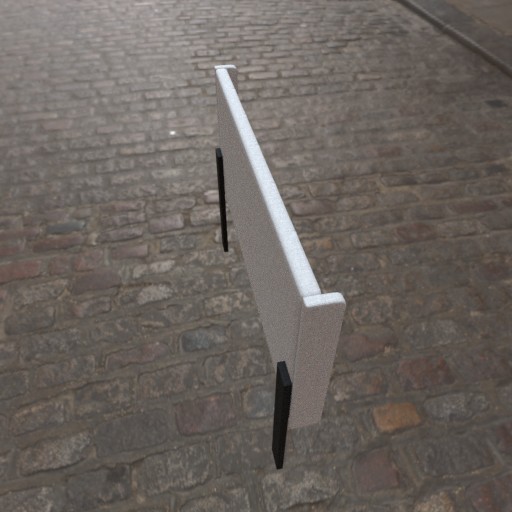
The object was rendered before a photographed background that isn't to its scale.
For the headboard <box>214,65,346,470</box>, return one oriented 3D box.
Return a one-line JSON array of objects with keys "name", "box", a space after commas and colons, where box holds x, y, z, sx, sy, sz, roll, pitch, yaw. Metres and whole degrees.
[{"name": "headboard", "box": [0.000, 0.000, 2.708, 0.184, 1.524, 2.051, -9, 45, -9]}]
